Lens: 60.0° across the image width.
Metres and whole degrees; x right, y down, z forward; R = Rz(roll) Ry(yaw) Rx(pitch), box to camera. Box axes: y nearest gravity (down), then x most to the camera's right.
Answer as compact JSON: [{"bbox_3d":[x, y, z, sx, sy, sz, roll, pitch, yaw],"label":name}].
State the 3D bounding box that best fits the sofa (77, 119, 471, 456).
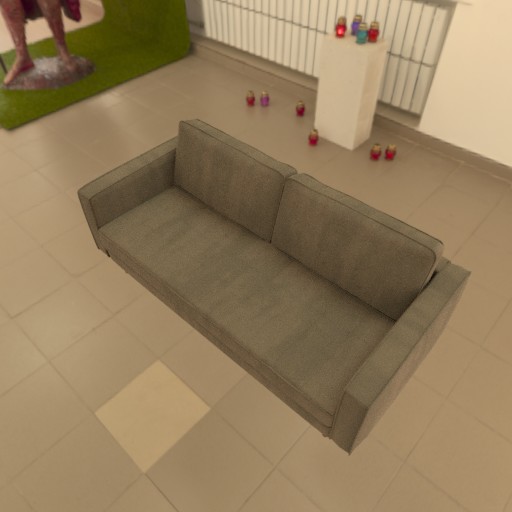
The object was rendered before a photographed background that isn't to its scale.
[{"bbox_3d":[0.000,0.000,2.394,1.920,0.825,0.924,33,55,28],"label":"sofa"}]
